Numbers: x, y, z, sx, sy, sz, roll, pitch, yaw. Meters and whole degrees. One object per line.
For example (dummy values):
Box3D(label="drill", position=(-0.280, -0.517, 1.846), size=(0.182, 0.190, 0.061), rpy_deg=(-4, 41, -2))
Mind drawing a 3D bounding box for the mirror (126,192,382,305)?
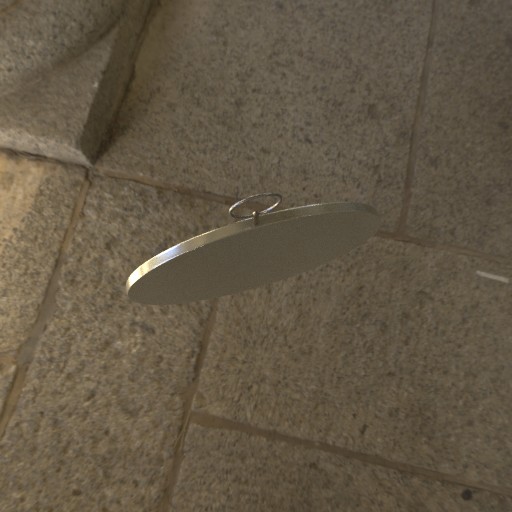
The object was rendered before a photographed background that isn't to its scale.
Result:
Box3D(label="mirror", position=(0.000, 0.000, 0.981), size=(0.594, 0.713, 0.020), rpy_deg=(-16, 77, -4))
